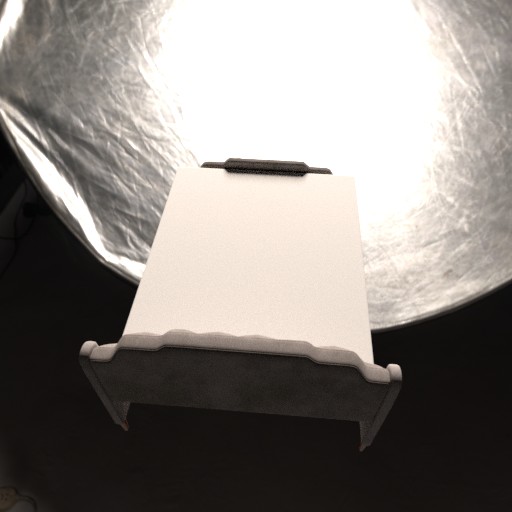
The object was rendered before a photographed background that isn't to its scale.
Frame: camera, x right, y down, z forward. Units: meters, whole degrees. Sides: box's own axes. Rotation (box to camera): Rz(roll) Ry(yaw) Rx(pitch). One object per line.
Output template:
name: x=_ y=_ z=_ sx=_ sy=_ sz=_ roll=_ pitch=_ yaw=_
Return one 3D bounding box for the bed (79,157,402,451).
bed: x=0.000 y=0.000 z=3.329 sx=1.676 sy=1.245 sz=2.340 roll=4 pitch=48 yaw=3
